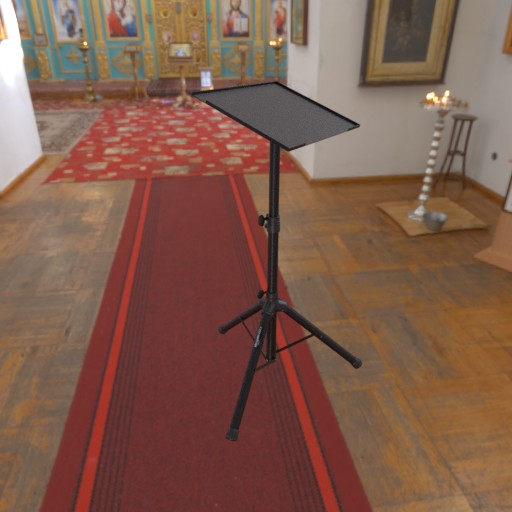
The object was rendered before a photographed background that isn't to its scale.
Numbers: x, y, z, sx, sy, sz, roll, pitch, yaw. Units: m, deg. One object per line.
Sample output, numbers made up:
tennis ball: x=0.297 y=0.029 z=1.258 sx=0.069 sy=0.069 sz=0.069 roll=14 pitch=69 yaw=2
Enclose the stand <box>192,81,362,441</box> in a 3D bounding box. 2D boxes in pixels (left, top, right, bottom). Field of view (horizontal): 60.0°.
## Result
stand: x=0.000 y=0.000 z=1.693 sx=0.702 sy=1.198 sz=0.702 roll=18 pitch=32 yaw=32
